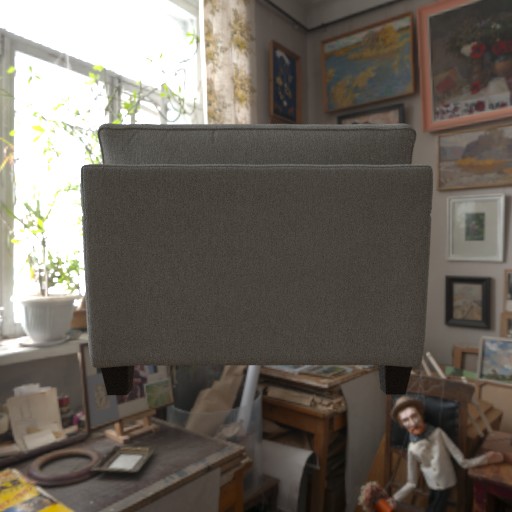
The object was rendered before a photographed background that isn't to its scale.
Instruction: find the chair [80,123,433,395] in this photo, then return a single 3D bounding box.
[{"bbox_3d":[0.000,0.000,1.989,1.220,1.016,1.041,0,0,0],"label":"chair"}]
